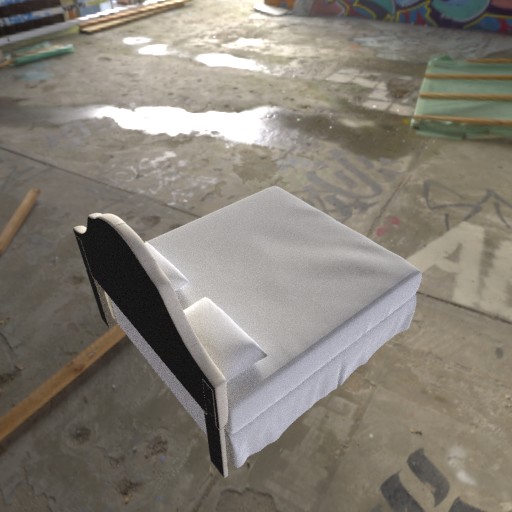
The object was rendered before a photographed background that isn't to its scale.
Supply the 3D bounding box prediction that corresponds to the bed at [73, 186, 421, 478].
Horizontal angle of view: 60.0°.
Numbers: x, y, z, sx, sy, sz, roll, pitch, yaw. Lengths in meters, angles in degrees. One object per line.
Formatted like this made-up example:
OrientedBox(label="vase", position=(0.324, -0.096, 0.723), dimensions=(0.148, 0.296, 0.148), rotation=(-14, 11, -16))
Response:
OrientedBox(label="bed", position=(0.000, 0.000, 3.697), dimensions=(2.214, 1.615, 2.008), rotation=(-28, 47, -30))
